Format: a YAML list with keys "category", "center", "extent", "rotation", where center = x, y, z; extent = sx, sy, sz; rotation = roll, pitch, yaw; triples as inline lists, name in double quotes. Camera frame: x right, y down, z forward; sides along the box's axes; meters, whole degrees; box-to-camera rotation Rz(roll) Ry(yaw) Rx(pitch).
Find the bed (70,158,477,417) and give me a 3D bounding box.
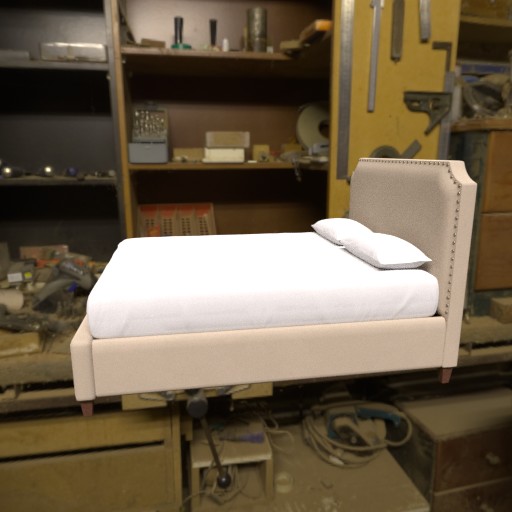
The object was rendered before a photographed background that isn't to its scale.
- category: "bed"
  center: [0.000, 0.000, 3.326]
  extent: [2.329, 1.415, 1.703]
  rotation: [-2, 13, -10]
